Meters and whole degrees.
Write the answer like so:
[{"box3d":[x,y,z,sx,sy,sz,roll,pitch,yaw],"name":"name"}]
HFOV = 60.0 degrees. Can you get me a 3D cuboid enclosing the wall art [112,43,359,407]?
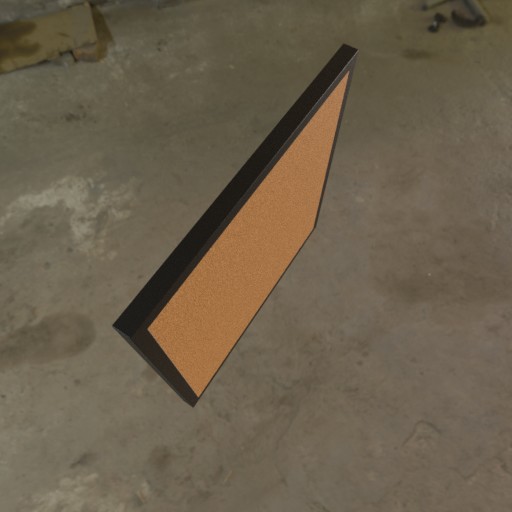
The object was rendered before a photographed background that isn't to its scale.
[{"box3d":[0.000,0.000,1.167,0.038,0.765,0.765,30,67,14],"name":"wall art"}]
